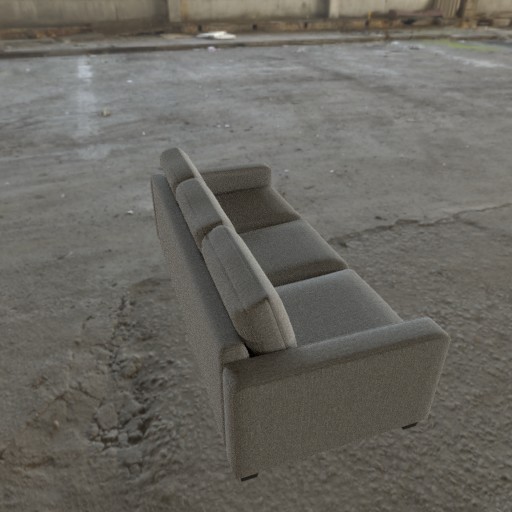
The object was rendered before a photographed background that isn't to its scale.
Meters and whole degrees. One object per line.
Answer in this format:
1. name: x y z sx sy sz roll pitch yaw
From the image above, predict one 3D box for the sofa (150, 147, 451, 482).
1. sofa: 0.000 0.000 2.512 0.900 0.800 2.120 -10 32 -16
